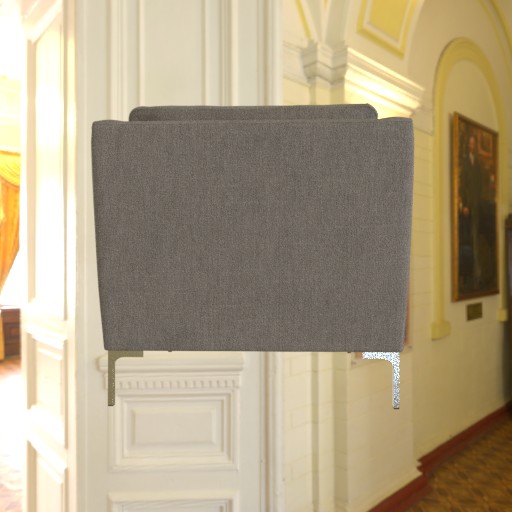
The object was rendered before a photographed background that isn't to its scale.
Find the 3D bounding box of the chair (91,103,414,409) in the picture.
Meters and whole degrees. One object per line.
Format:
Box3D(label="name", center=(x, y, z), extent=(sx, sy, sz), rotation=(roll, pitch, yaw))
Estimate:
Box3D(label="chair", center=(0.000, 0.000, 1.530), extent=(0.847, 0.828, 0.849), rotation=(0, -1, 2))
